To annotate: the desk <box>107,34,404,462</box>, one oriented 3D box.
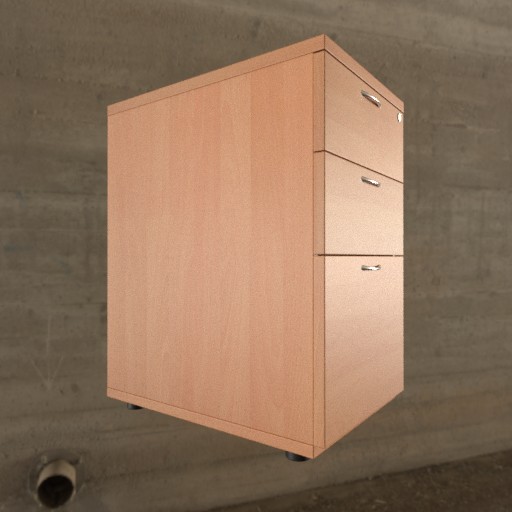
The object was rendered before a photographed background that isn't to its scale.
[{"bbox_3d":[0.000,0.000,1.061,0.600,0.730,0.404,0,0,36],"label":"desk"}]
